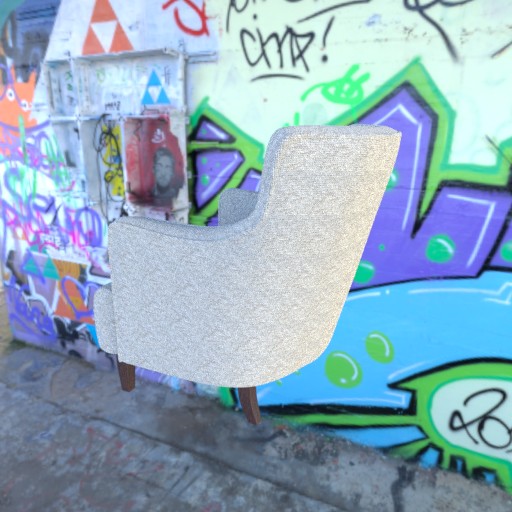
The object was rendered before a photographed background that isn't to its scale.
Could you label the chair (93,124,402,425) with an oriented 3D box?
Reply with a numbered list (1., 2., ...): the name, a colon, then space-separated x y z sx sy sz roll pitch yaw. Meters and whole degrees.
1. chair: 0.000 0.000 1.632 0.910 0.920 0.820 8 19 24
